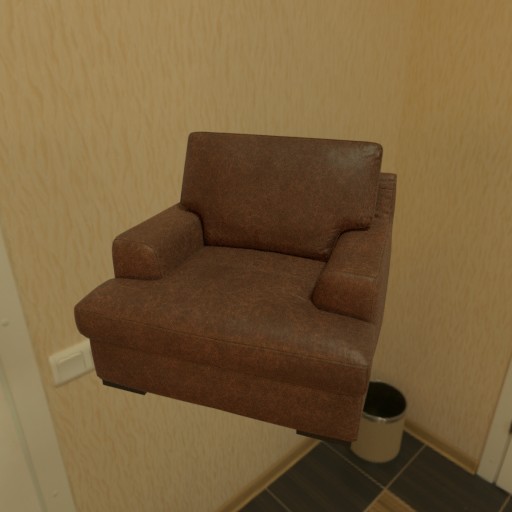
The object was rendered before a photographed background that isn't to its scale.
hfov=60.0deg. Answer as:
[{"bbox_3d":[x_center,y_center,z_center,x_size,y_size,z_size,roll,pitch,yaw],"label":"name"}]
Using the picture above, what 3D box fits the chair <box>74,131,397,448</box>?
[{"bbox_3d":[0.000,0.000,2.003,1.168,0.939,1.143,8,27,16],"label":"chair"}]
